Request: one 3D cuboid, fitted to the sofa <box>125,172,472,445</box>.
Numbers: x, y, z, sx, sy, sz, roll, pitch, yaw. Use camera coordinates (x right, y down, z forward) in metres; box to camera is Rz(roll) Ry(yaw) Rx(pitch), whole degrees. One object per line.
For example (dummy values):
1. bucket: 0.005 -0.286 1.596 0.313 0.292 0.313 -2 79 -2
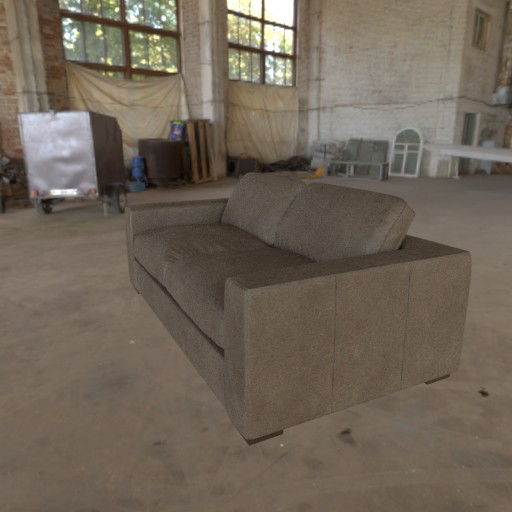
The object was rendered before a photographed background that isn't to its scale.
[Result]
1. sofa: 0.000 0.000 2.446 1.070 0.800 1.920 -8 17 -26
